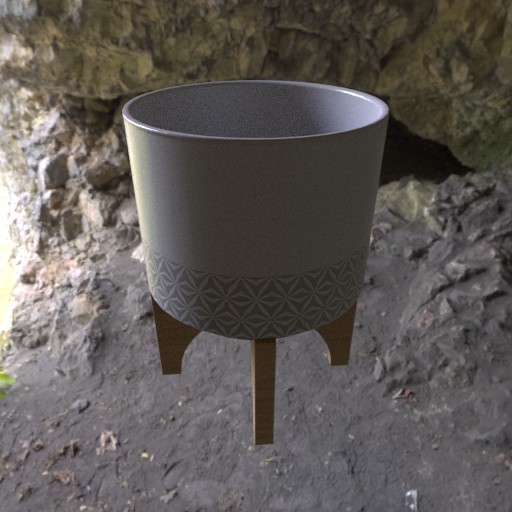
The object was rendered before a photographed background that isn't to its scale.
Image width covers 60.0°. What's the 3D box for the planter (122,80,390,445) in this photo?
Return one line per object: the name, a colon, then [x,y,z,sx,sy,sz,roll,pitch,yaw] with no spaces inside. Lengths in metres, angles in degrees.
planter: [0.000,0.000,0.388,0.188,0.260,0.188,0,31,0]
